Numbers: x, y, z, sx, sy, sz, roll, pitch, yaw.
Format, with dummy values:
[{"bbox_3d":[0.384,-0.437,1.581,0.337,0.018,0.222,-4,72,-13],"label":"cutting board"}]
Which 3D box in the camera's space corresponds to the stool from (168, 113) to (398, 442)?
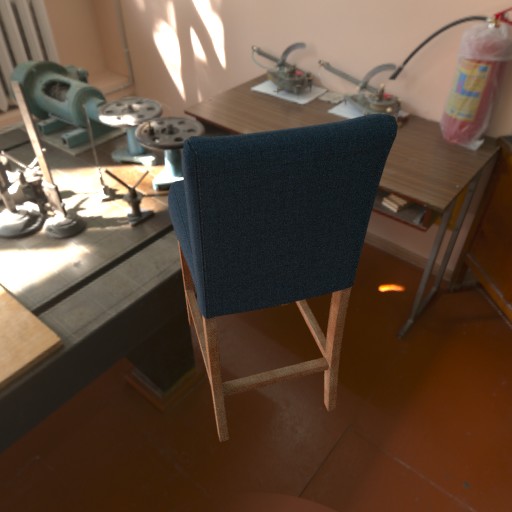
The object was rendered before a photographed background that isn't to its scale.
[{"bbox_3d":[0.000,0.000,1.352,0.454,1.039,0.567,-11,42,-12],"label":"stool"}]
